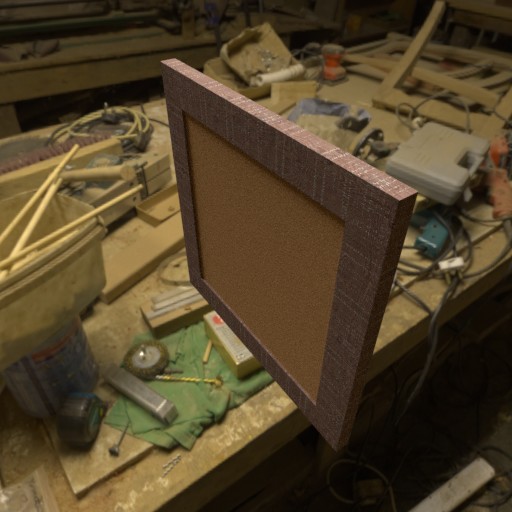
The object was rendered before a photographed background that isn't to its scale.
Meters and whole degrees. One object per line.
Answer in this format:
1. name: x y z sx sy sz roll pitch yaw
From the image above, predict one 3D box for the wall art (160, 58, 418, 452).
1. wall art: 0.000 0.000 0.782 0.029 0.531 0.531 -25 47 -26
